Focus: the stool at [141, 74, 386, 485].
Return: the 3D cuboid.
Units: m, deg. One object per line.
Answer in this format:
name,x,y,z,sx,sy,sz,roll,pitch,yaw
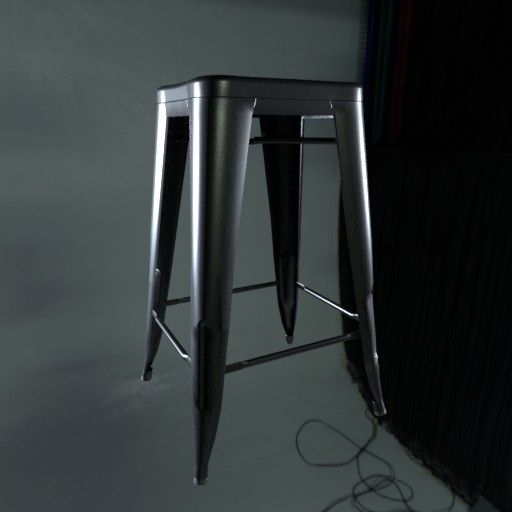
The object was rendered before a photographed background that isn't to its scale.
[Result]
stool,0.000,0.000,0.843,0.399,0.609,0.359,-9,18,-27
